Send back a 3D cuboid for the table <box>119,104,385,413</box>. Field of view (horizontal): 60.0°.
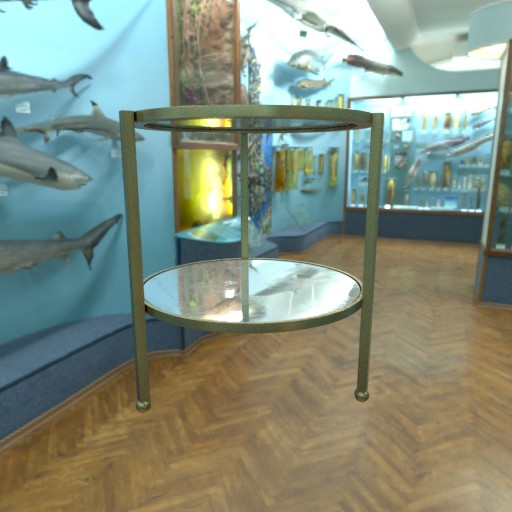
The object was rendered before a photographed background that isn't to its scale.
[{"bbox_3d":[0.000,0.000,0.452,0.243,0.269,0.231,6,14,25],"label":"table"}]
